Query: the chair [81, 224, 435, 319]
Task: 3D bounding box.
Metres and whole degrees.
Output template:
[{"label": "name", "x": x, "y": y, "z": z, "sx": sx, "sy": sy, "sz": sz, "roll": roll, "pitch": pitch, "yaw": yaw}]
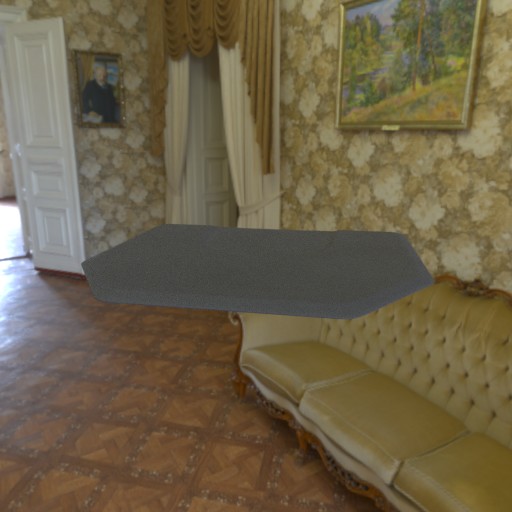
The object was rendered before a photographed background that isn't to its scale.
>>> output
[{"label": "chair", "x": 0.000, "y": 0.000, "z": 1.892, "sx": 1.372, "sy": 0.024, "sz": 1.219, "roll": 3, "pitch": 15, "yaw": 10}]
